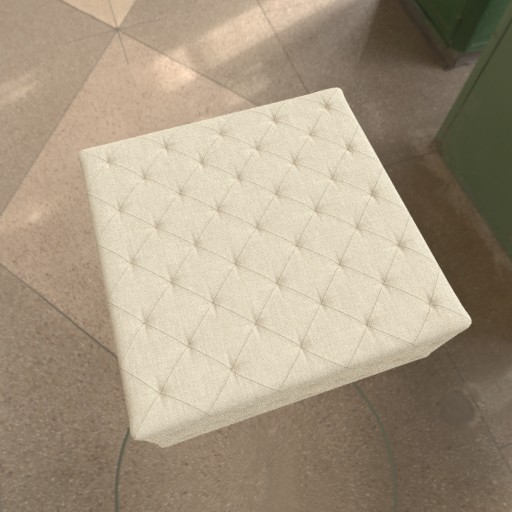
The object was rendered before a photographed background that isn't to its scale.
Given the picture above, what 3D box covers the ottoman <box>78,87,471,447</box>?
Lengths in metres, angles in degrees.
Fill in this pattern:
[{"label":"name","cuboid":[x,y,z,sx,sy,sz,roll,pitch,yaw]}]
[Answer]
[{"label":"ottoman","cuboid":[0.000,0.000,1.629,1.028,0.439,1.028,-16,65,-8]}]
